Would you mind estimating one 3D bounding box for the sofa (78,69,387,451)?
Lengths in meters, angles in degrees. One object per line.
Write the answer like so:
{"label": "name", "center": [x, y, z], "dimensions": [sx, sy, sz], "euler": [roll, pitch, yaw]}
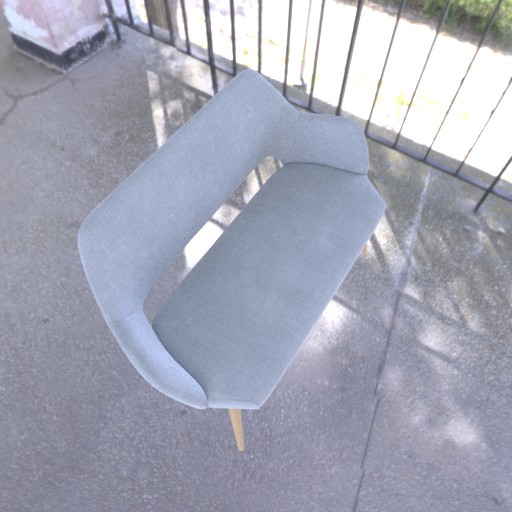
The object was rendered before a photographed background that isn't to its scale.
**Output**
{"label": "sofa", "center": [0.000, 0.000, 1.577], "dimensions": [0.610, 0.840, 1.150], "euler": [29, 63, 17]}
